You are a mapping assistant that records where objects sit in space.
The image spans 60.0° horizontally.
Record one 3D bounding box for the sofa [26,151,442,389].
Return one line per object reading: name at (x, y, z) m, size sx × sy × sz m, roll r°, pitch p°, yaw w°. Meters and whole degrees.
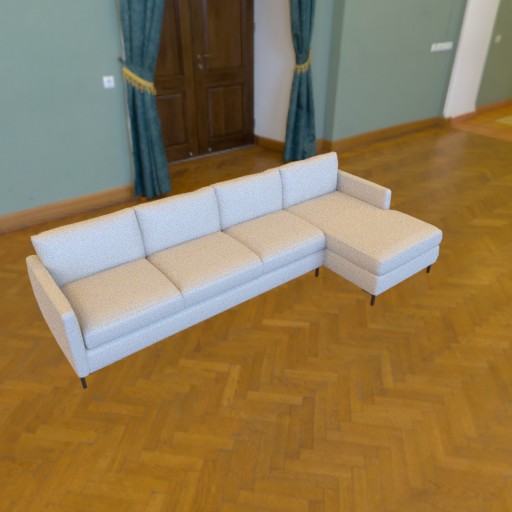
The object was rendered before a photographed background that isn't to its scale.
sofa at (0.000, 0.000, 3.126) m, size 2.731 × 0.755 × 1.258 m, roll -22°, pitch 38°, yaw -31°
